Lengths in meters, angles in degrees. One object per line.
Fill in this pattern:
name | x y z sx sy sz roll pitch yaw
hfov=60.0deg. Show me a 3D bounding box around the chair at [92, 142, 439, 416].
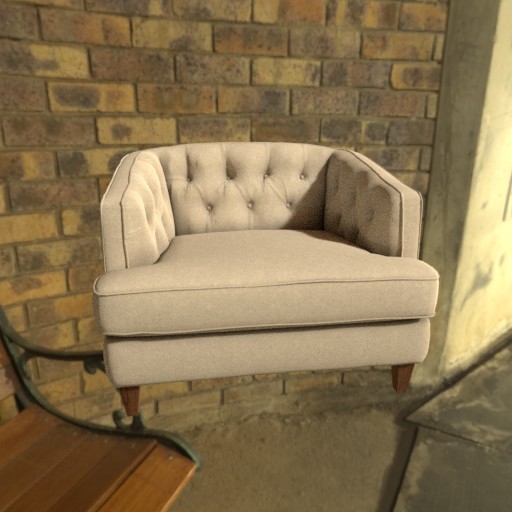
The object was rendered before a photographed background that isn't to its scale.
chair | 0.000 0.000 1.764 1.104 0.852 0.941 -2 16 -8
